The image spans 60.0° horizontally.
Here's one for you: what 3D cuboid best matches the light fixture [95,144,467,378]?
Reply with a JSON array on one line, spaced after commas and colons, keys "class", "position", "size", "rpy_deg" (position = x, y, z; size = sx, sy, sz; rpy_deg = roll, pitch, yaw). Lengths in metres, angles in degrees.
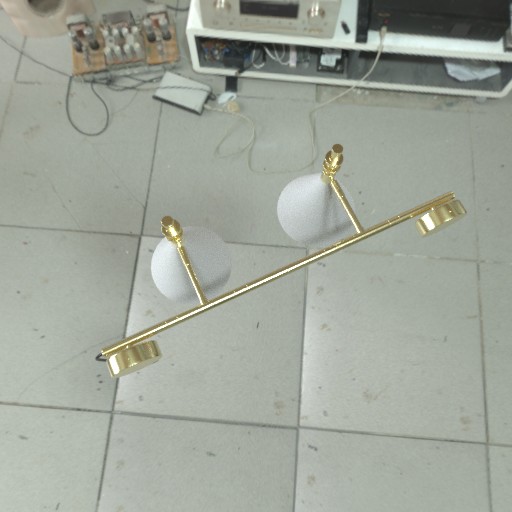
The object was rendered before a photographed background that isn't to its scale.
[{"class": "light fixture", "position": [0.000, 0.000, 0.858], "size": [0.642, 0.468, 0.239], "rpy_deg": [-24, 76, -6]}]
